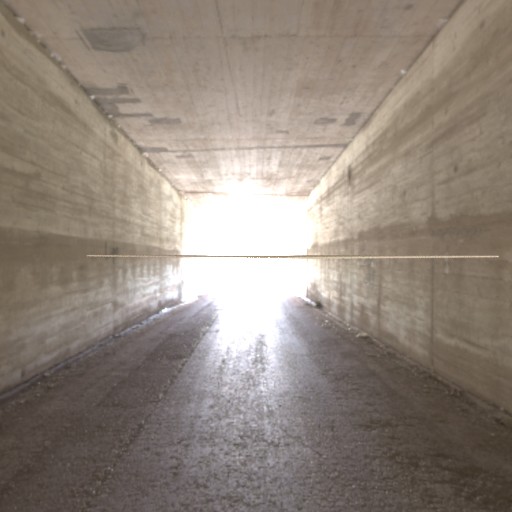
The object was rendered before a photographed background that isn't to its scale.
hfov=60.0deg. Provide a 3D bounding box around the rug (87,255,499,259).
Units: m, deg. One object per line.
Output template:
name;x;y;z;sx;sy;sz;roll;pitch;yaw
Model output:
rug;0.000;0.000;2.966;1.524;0.008;2.440;0;0;-36
